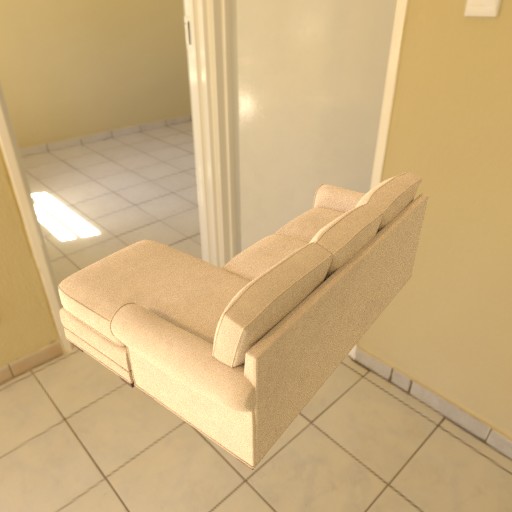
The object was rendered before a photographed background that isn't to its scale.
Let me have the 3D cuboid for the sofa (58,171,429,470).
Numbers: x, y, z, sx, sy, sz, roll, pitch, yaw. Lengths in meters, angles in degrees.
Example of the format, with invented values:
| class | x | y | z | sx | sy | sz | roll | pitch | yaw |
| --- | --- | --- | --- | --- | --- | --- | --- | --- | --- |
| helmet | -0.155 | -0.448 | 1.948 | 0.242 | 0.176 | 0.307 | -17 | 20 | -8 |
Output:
| class | x | y | z | sx | sy | sz | roll | pitch | yaw |
| --- | --- | --- | --- | --- | --- | --- | --- | --- | --- |
| sofa | 0.000 | 0.000 | 2.381 | 1.226 | 0.734 | 1.770 | 22 | 38 | 31 |
